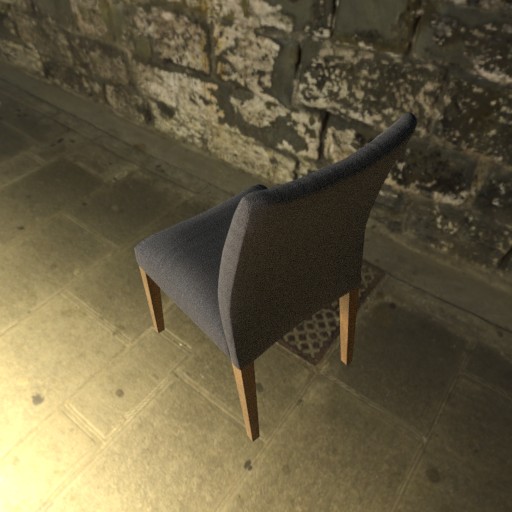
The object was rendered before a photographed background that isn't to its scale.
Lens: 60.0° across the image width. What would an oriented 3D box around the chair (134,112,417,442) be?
[{"bbox_3d":[0.000,0.000,1.253,0.496,0.940,0.585,-30,54,-25],"label":"chair"}]
